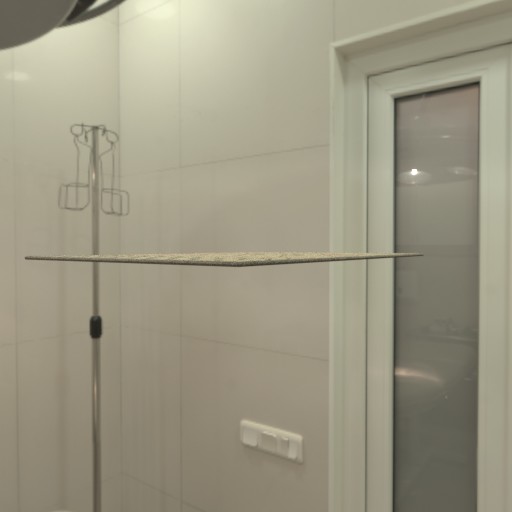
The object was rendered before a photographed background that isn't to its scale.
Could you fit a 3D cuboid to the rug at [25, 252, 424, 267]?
[{"bbox_3d":[0.000,0.000,2.349,1.219,0.016,1.829,1,2,36],"label":"rug"}]
